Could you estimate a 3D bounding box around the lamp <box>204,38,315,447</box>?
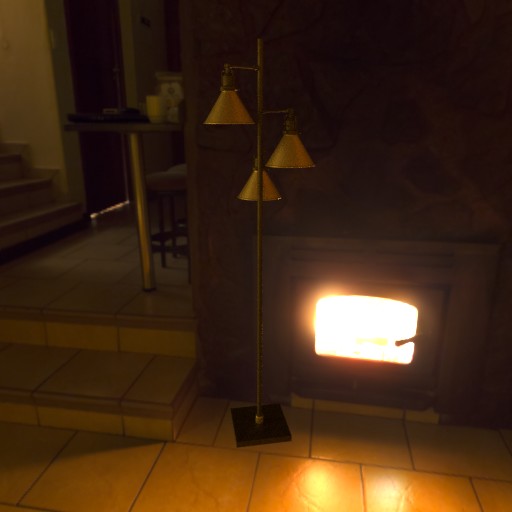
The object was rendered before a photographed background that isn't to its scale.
[{"bbox_3d":[0.000,0.000,1.929,0.428,1.716,0.415,-3,17,-10],"label":"lamp"}]
